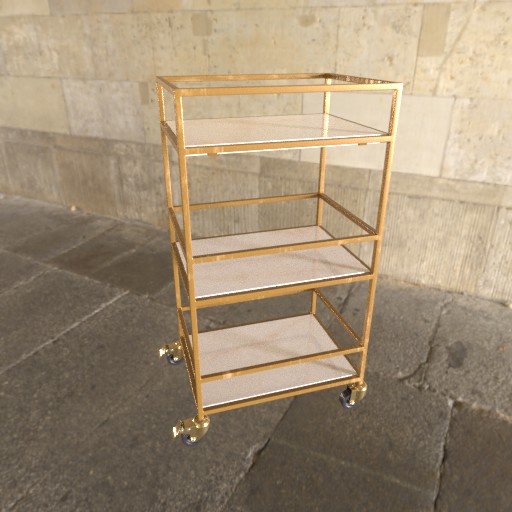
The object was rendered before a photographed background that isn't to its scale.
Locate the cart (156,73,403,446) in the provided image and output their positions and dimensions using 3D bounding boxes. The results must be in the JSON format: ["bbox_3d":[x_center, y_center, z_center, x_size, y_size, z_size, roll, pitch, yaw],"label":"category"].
[{"bbox_3d":[0.000,0.000,1.026,0.483,0.761,0.332,-7,27,-15],"label":"cart"}]
